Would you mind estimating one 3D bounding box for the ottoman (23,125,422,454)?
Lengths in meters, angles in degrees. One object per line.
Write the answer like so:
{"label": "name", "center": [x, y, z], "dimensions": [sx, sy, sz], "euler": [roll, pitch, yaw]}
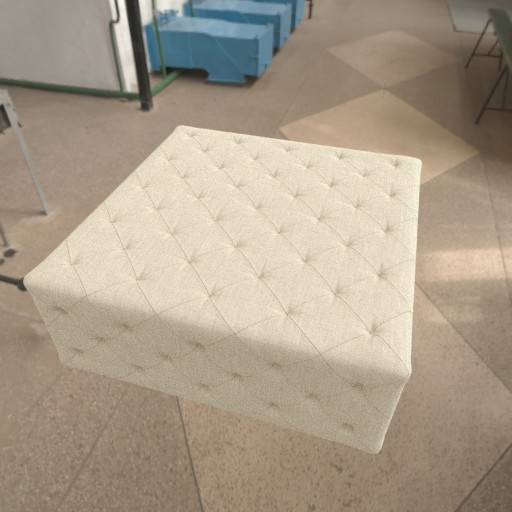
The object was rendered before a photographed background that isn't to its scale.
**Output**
{"label": "ottoman", "center": [0.000, 0.000, 1.580], "dimensions": [1.028, 0.439, 1.028], "euler": [11, 42, 13]}
